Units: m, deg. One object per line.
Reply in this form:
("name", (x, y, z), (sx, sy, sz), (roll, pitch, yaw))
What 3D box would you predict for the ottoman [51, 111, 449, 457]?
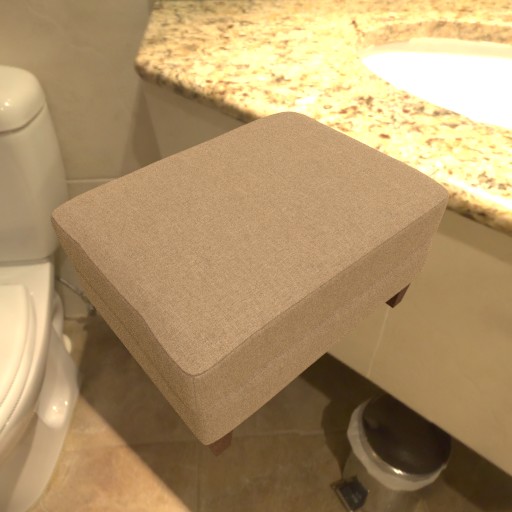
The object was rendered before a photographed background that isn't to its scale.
("ottoman", (0.000, 0.000, 1.323), (0.898, 0.519, 0.677), (-31, 52, -28))
